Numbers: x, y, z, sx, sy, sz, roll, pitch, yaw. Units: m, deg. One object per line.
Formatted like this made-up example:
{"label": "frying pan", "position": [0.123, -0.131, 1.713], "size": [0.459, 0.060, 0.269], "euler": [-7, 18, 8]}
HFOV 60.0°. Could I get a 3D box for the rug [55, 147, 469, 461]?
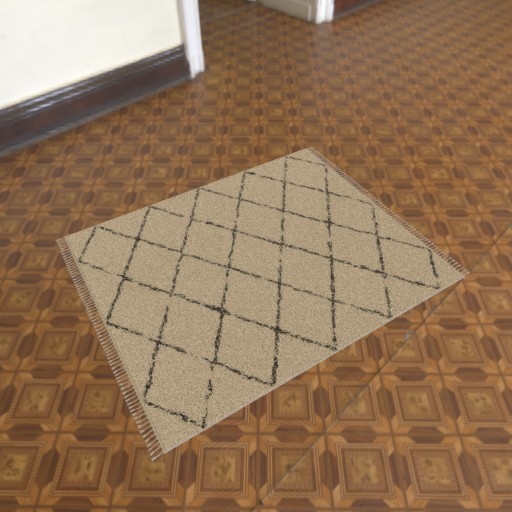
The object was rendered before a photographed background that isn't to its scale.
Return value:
{"label": "rug", "position": [0.000, 0.000, 4.102], "size": [3.051, 0.013, 2.380], "euler": [-24, 51, -21]}
